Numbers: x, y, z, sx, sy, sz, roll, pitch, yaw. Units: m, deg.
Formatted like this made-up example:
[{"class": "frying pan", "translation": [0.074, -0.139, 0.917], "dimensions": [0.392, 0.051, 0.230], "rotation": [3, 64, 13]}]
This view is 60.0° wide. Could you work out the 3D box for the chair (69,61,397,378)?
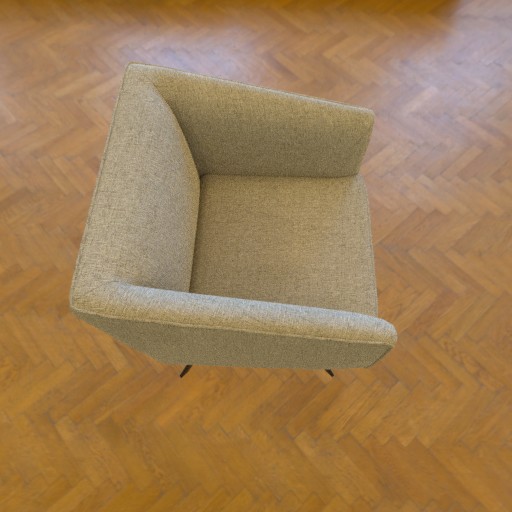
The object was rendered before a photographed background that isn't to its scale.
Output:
[{"class": "chair", "translation": [0.000, 0.000, 1.214], "dimensions": [0.623, 0.760, 0.628], "rotation": [2, 63, 1]}]
